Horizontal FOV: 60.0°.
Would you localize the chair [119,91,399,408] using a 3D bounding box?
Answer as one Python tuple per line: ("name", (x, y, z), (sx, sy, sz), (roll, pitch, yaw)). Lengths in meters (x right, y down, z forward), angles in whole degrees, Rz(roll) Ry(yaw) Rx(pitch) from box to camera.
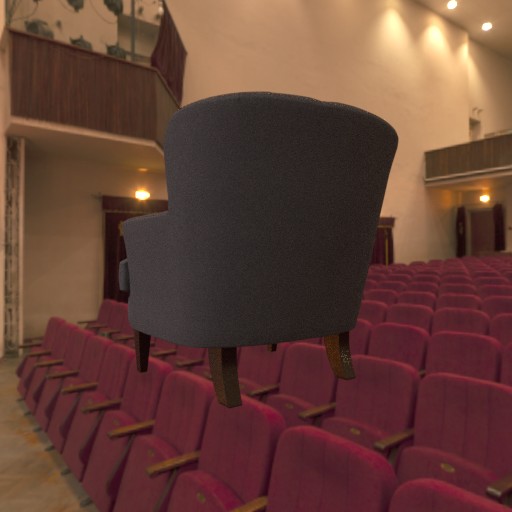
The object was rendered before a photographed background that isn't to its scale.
("chair", (0.000, 0.000, 1.602), (0.848, 0.868, 0.906), (0, 0, -36))
